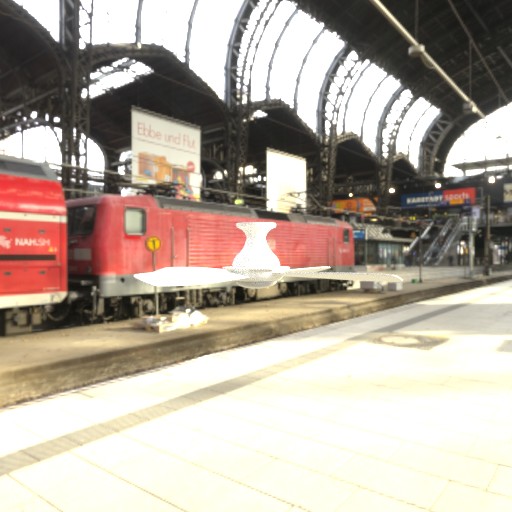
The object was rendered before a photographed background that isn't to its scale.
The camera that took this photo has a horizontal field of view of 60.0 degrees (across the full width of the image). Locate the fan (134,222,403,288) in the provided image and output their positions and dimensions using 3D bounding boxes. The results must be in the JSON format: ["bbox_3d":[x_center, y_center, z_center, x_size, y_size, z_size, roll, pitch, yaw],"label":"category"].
[{"bbox_3d":[0.000,0.000,2.606,1.693,0.382,1.694,0,0,36],"label":"fan"}]
